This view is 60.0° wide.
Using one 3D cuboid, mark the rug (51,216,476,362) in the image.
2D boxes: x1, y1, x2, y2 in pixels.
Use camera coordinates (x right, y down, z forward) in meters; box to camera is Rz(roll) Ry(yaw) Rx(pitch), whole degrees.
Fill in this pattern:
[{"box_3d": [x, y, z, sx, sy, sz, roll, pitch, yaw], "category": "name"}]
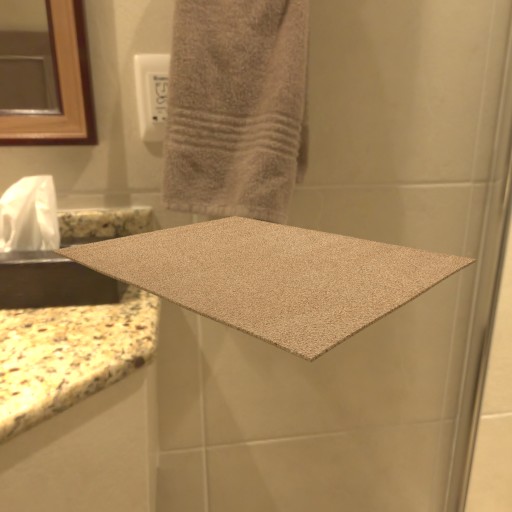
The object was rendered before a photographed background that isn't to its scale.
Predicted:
[{"box_3d": [0.000, 0.000, 4.002, 3.000, 0.026, 2.400, 14, 21, 41], "category": "rug"}]
